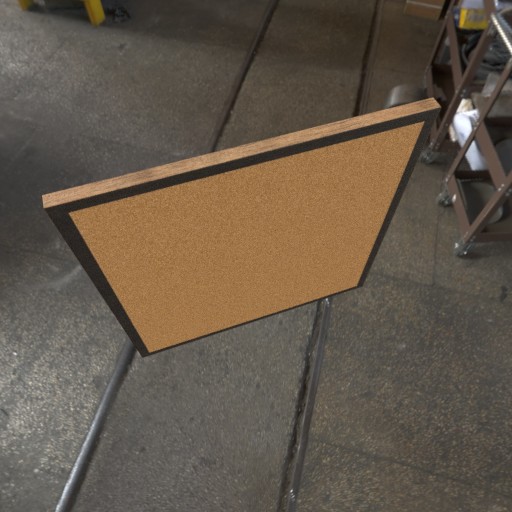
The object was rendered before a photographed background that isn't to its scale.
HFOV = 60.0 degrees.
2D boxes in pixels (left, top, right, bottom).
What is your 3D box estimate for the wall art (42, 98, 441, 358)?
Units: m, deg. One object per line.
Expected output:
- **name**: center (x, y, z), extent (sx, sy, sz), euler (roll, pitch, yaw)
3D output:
- **wall art**: center (0.000, 0.000, 1.036), extent (0.695, 0.691, 0.029), euler (-17, 60, -10)
